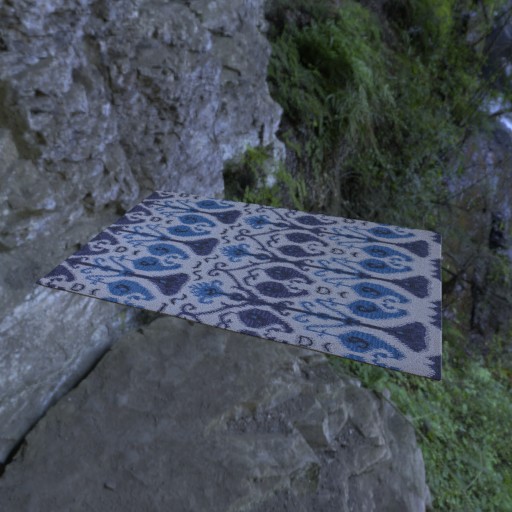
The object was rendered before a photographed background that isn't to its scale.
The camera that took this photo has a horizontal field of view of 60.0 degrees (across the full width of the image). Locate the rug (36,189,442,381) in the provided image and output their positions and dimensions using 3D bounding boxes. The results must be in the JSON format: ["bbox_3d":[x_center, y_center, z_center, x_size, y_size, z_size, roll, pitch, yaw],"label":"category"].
[{"bbox_3d":[0.000,0.000,2.147,1.698,0.013,1.072,11,34,16],"label":"rug"}]
